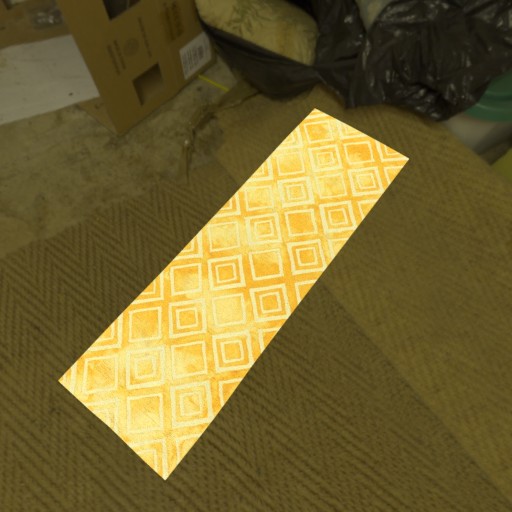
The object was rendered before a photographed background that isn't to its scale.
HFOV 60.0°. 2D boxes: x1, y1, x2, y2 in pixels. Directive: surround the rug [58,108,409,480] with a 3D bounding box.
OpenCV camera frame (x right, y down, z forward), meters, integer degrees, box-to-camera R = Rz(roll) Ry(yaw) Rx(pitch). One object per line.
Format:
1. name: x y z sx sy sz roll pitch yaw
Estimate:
1. rug: 0.000 0.000 2.661 0.775 0.010 2.438 34 68 16
